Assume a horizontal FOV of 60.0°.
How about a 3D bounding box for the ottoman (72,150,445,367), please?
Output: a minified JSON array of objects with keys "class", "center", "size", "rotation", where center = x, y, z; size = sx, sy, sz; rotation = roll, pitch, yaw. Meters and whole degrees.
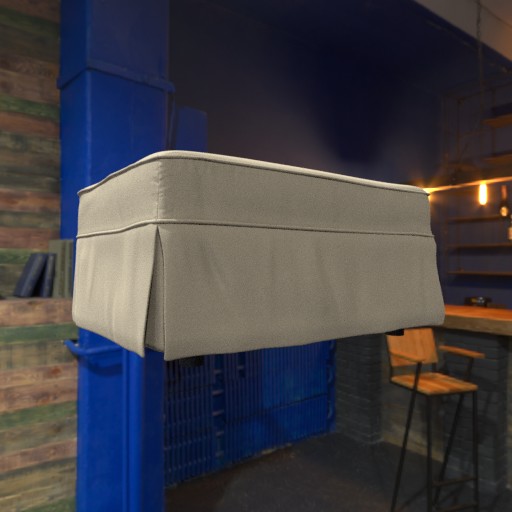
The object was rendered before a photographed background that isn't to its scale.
[{"class":"ottoman","center":[0.000,0.000,1.359],"size":[0.959,0.482,0.721],"rotation":[1,-1,-35]}]
